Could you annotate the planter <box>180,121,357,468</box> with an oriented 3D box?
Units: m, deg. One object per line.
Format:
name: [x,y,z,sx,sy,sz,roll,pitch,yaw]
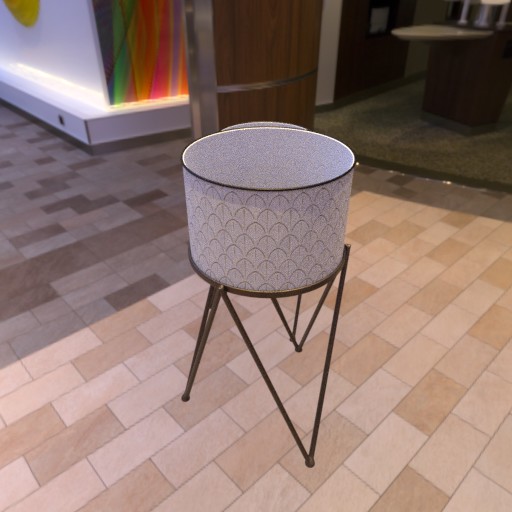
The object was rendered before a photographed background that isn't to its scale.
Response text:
planter: [0.000,0.000,1.192,0.413,0.712,0.769,0,33,0]
